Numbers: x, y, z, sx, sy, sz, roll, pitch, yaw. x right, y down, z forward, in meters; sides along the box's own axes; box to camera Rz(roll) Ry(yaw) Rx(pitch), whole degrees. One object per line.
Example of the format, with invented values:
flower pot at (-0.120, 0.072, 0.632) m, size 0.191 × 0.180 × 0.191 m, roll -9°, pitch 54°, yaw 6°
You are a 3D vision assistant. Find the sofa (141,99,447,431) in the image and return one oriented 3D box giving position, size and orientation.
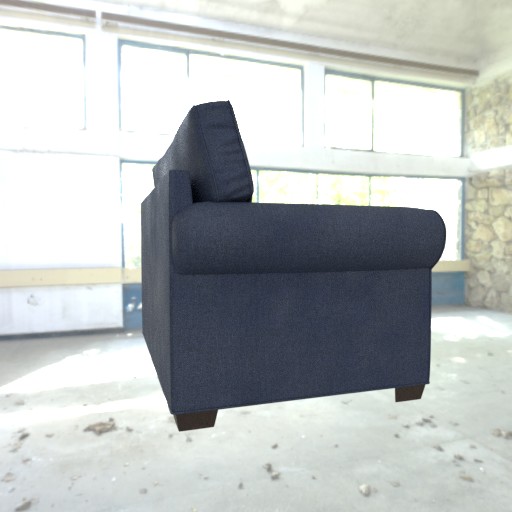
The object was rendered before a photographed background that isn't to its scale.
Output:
sofa at (0.000, 0.000, 2.017) m, size 0.938 × 1.004 × 1.405 m, roll -1°, pitch 2°, yaw -18°
